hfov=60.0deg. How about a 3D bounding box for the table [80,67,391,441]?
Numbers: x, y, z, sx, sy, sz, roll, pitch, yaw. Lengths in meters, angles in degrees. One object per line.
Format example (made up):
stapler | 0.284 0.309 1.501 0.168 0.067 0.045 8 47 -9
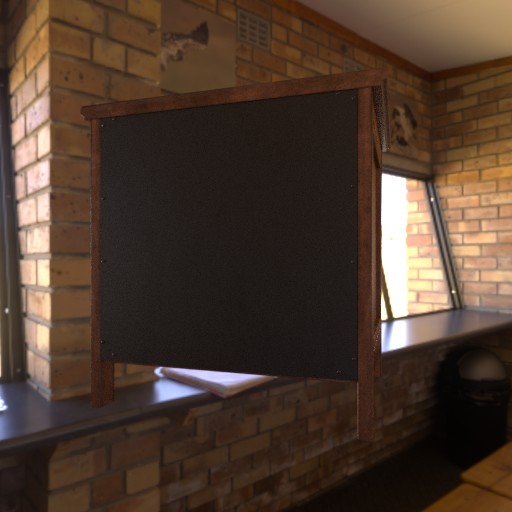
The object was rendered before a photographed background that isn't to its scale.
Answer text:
table | 0.000 0.000 1.009 0.586 0.597 0.461 0 -1 18
